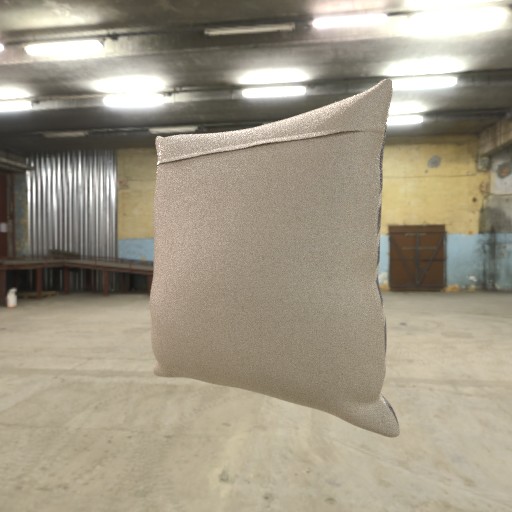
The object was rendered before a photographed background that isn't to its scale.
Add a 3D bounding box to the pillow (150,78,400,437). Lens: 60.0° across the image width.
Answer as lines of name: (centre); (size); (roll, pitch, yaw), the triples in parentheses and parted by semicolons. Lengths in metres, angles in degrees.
pillow: (0.000, 0.000, 0.670); (0.440, 0.441, 0.182); (0, 1, 36)
